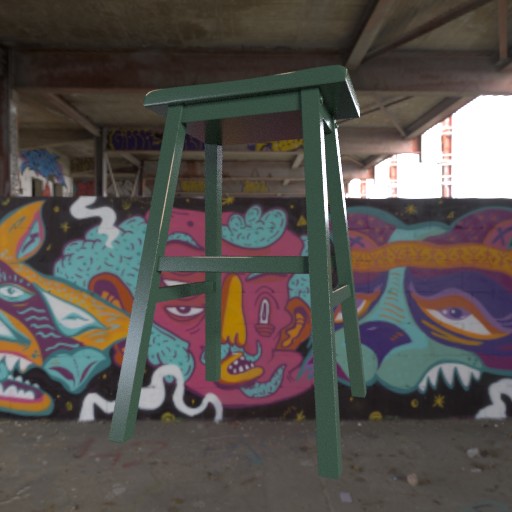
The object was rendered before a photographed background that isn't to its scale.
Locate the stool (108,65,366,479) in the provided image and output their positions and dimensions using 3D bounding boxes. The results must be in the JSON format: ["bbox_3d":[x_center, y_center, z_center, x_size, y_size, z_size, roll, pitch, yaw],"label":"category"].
[{"bbox_3d":[0.000,0.000,1.030,0.457,0.737,0.476,0,0,19],"label":"stool"}]
